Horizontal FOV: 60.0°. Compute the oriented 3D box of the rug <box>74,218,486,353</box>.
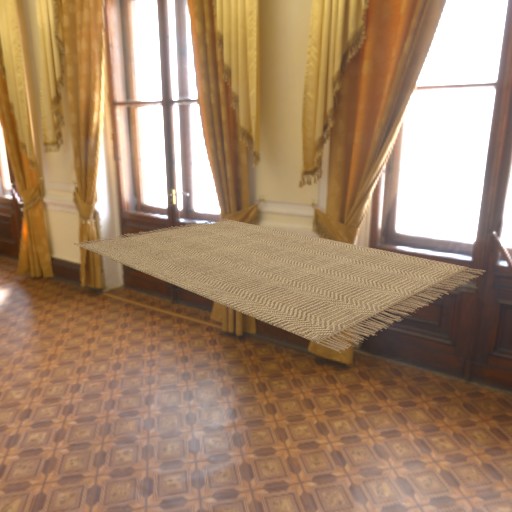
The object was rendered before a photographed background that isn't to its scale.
[{"bbox_3d":[0.000,0.000,3.079,1.528,0.034,2.523,-14,21,-42],"label":"rug"}]
